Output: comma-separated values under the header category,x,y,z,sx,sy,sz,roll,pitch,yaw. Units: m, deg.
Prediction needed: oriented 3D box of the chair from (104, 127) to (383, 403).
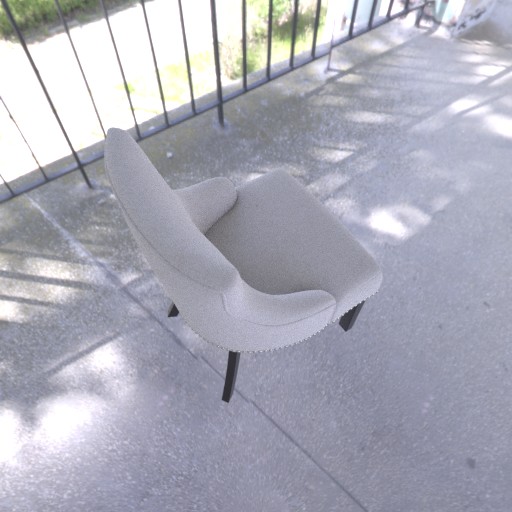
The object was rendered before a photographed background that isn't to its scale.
category,x,y,z,sx,sy,sz,roll,pitch,yaw
chair,0.000,0.000,1.362,0.629,0.909,0.566,-31,63,-18
